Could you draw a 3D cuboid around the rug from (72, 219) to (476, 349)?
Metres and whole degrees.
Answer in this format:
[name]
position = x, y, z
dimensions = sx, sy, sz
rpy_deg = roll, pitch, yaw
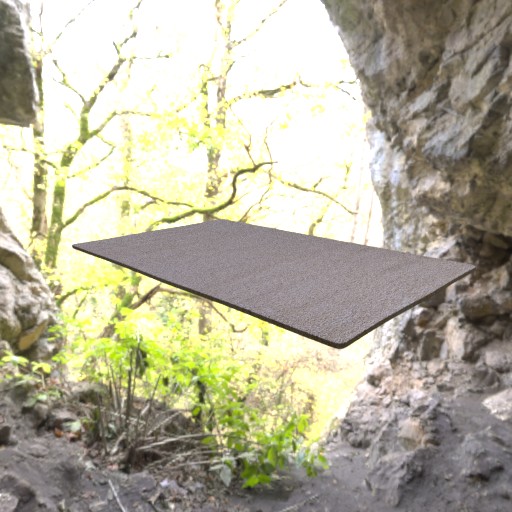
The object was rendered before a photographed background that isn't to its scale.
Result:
[rug]
position = 0.000, 0.000, 2.988
dimensions = 2.349, 0.026, 1.500
rpy_deg = 14, 20, 42
